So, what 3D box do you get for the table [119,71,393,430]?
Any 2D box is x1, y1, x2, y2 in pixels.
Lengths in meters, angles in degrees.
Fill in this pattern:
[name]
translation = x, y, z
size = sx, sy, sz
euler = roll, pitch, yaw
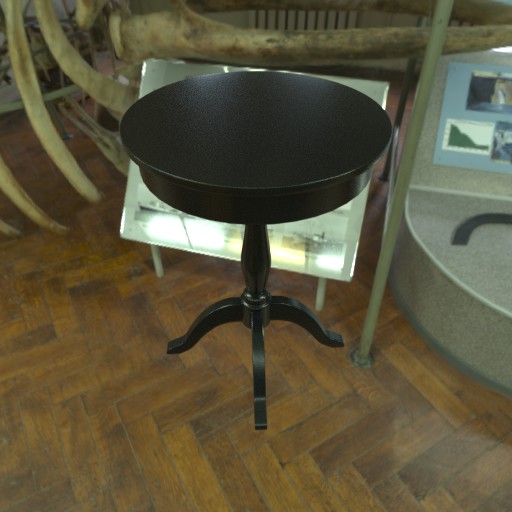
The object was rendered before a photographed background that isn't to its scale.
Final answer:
[table]
translation = 0.000, 0.000, 1.009
size = 0.481, 0.665, 0.481
euler = 0, 41, 0
